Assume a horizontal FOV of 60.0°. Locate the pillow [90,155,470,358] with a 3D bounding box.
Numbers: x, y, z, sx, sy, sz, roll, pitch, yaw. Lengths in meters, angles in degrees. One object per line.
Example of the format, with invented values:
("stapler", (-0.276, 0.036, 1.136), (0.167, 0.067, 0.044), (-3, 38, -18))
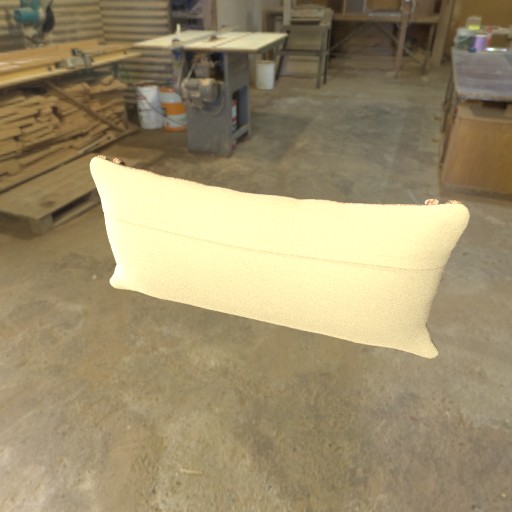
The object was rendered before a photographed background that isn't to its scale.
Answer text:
("pillow", (0.000, 0.000, 0.750), (0.635, 0.282, 0.139), (10, 33, 16))
